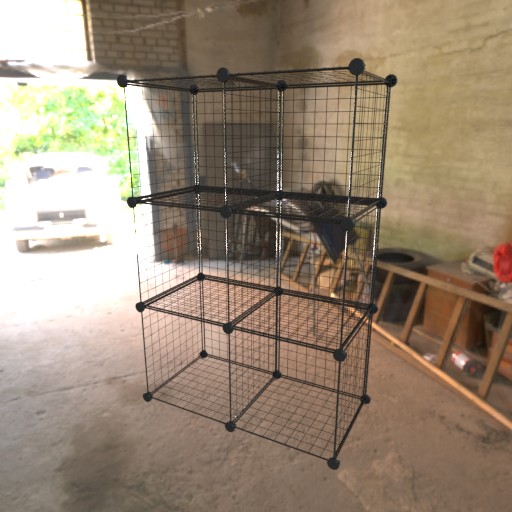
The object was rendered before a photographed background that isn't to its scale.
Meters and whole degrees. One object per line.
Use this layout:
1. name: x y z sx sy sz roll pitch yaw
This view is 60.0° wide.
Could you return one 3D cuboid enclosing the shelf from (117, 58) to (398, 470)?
1. shelf: 0.000 0.000 1.401 0.711 1.067 0.356 9 18 27
